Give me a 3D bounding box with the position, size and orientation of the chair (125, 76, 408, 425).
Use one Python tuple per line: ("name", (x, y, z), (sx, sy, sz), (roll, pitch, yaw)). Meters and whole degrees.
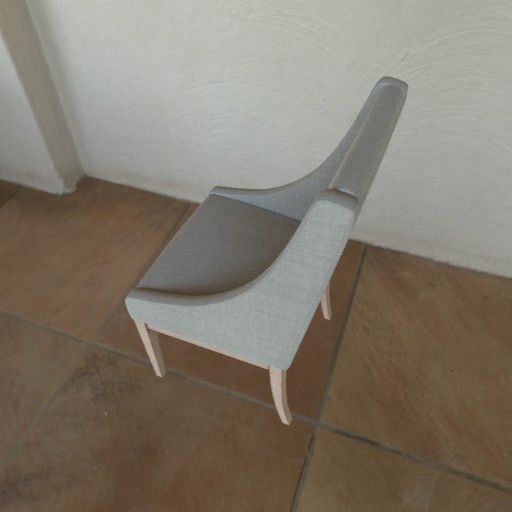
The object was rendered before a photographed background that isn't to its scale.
("chair", (0.000, 0.000, 1.379), (0.611, 1.021, 0.575), (18, 50, 16))
